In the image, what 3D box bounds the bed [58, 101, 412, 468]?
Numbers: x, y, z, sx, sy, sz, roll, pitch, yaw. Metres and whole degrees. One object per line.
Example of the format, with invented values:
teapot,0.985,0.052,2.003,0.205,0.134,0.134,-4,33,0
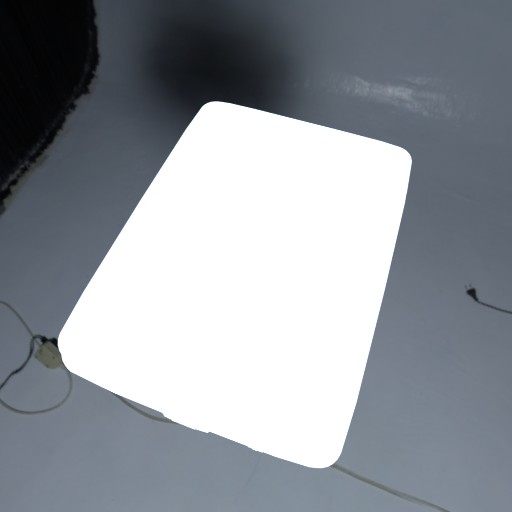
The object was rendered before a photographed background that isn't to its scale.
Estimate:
bed,0.000,0.000,2.639,1.520,0.460,2.036,17,60,10
